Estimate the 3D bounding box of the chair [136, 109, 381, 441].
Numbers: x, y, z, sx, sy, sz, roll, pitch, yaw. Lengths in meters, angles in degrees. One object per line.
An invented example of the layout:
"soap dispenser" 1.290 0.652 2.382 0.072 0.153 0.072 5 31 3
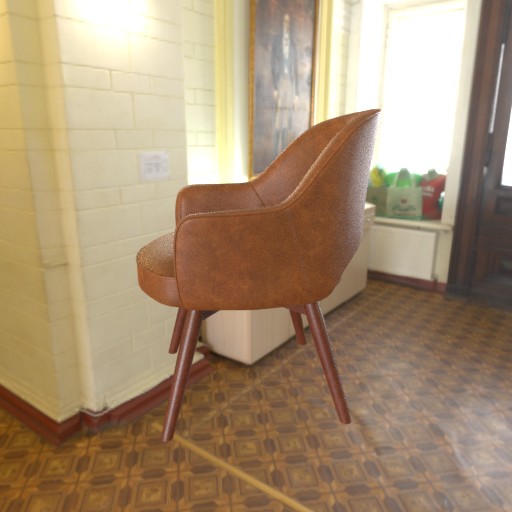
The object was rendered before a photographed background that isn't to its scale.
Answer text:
"chair" 0.000 0.000 1.223 0.640 0.777 0.591 -2 15 -8
